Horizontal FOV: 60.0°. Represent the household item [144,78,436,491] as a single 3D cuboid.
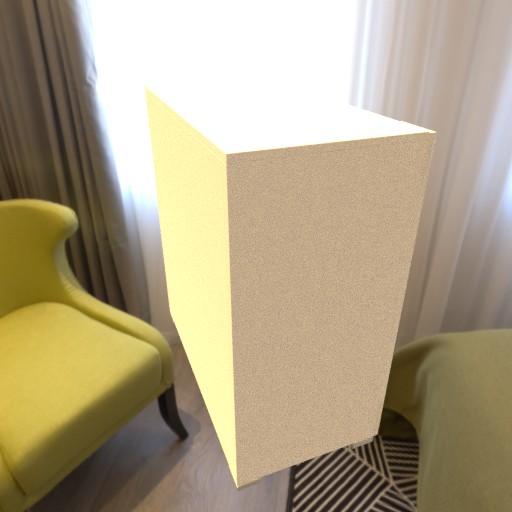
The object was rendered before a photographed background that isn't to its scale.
[{"bbox_3d":[0.000,0.000,1.307,0.420,0.870,0.800,-11,31,-19],"label":"household item"}]
